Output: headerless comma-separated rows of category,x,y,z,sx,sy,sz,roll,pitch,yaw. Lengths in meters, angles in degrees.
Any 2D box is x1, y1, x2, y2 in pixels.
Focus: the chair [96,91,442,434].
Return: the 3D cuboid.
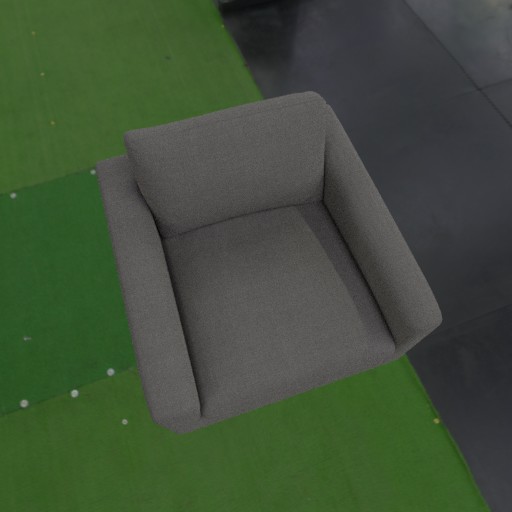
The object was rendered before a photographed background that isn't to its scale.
chair,0.000,0.000,1.844,1.070,0.847,1.100,-16,64,-8
